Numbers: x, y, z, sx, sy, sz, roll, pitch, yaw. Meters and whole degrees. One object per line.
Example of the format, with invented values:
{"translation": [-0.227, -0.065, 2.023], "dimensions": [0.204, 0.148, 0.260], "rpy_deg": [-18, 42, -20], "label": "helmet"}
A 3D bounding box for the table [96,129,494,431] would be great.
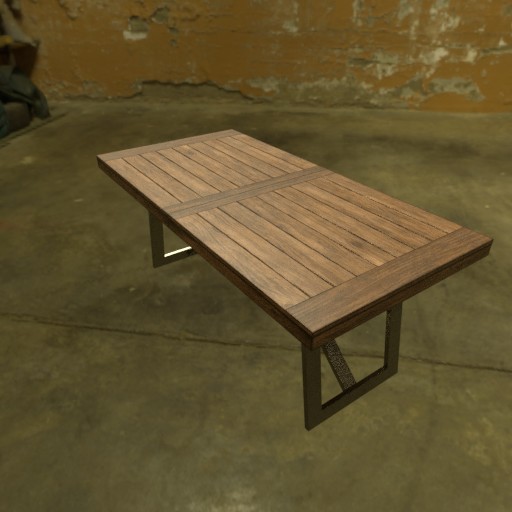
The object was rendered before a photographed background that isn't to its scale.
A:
{"translation": [0.000, 0.000, 2.332], "dimensions": [0.931, 0.757, 1.867], "rpy_deg": [-20, 37, -30], "label": "table"}
